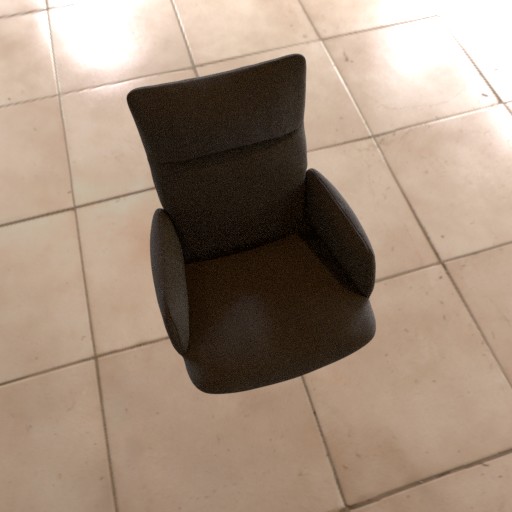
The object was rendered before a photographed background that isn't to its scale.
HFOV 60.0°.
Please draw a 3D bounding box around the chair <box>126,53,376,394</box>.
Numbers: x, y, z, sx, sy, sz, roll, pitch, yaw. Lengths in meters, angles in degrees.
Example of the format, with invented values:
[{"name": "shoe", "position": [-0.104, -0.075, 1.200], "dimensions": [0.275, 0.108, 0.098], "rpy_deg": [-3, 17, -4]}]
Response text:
[{"name": "chair", "position": [0.000, 0.000, 1.542], "dimensions": [0.702, 0.984, 0.831], "rpy_deg": [-16, 64, -8]}]
